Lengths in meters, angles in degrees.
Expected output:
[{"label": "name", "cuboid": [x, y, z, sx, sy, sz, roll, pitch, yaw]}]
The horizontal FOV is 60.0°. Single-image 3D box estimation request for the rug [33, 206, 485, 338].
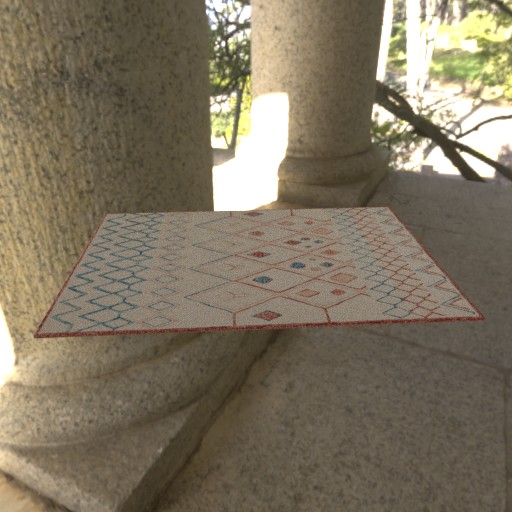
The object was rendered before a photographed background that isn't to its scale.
[{"label": "rug", "cuboid": [0.000, 0.000, 2.319, 1.829, 0.016, 1.219, -2, 29, -3]}]
